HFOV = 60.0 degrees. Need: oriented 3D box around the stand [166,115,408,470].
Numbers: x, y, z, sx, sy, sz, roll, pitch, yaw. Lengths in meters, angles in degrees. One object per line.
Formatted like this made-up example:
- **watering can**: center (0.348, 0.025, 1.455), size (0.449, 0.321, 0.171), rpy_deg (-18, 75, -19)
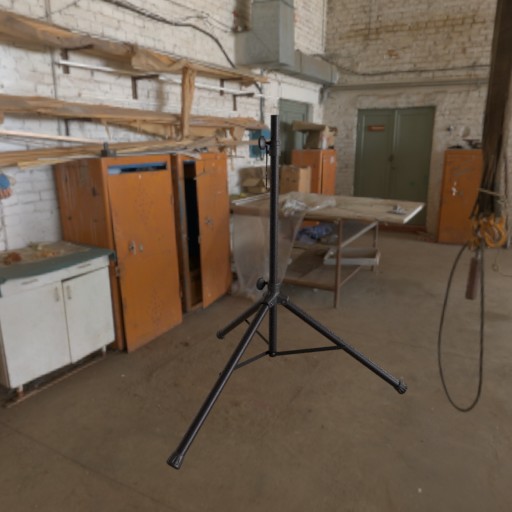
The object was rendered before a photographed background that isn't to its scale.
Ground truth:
- **stand**: center (0.000, 0.000, 1.894), size (1.045, 1.136, 0.907), rpy_deg (-7, 16, -24)
